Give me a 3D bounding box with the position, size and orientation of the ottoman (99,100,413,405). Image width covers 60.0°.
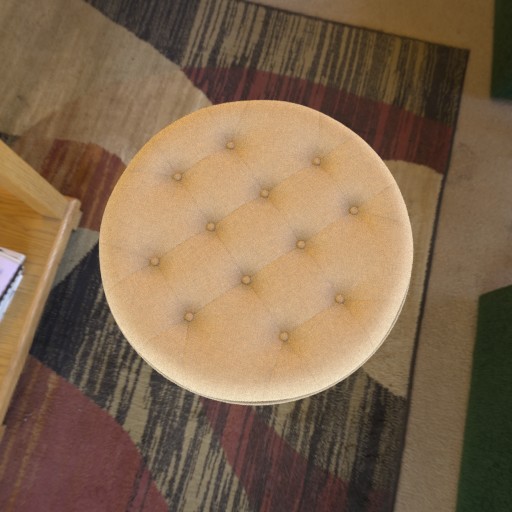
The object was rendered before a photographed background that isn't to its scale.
[{"bbox_3d":[0.000,0.000,1.365,0.849,0.478,0.849,0,76,0],"label":"ottoman"}]
